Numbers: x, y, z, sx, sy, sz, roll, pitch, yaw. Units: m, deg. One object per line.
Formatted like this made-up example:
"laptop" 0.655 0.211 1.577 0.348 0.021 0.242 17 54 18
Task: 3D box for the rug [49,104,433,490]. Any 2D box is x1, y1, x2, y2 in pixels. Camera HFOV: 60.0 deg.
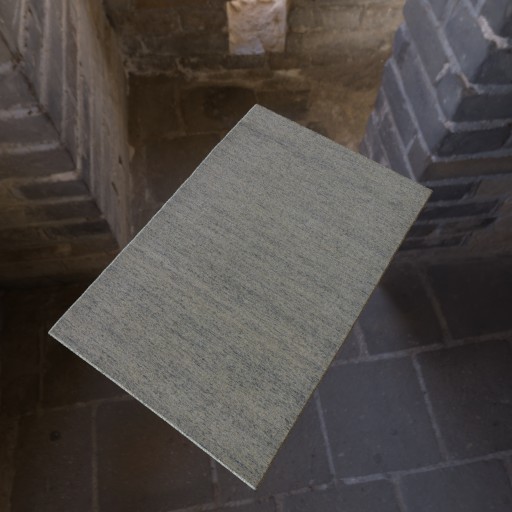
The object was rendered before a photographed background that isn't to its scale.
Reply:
"rug" 0.000 0.000 2.910 1.523 0.017 2.263 31 67 15
